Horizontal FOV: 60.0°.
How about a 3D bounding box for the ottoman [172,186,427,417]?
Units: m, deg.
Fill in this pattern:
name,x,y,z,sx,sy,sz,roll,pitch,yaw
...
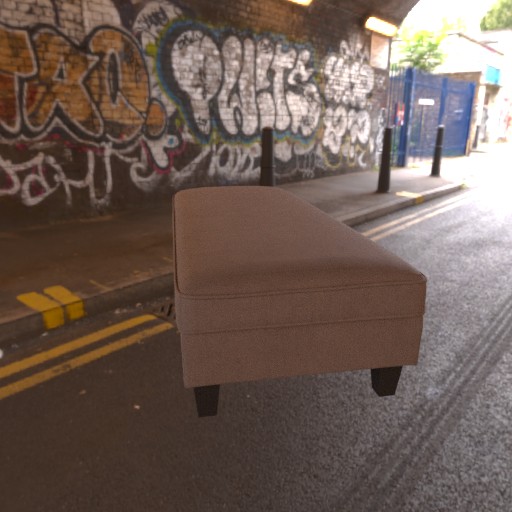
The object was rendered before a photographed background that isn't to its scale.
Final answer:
name,x,y,z,sx,sy,sz,roll,pitch,yaw
ottoman,0.000,0.000,2.051,0.751,0.470,1.764,-3,17,-10
